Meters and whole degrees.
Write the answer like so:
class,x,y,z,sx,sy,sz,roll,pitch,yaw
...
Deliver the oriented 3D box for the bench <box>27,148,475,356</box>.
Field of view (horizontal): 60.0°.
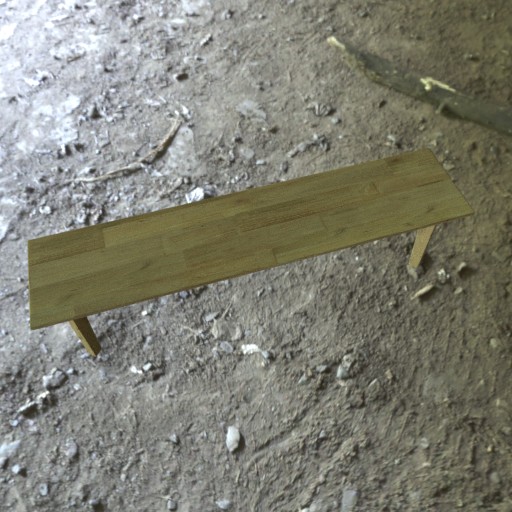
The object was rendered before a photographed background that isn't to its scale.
class,x,y,z,sx,sy,sz,roll,pitch,yaw
bench,0.000,0.000,1.896,1.698,0.431,0.378,-14,59,-9
